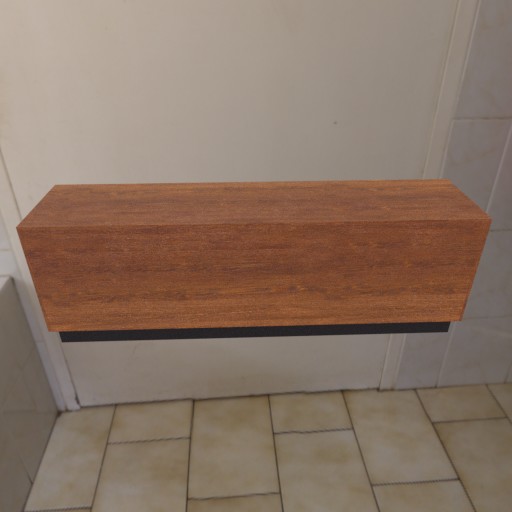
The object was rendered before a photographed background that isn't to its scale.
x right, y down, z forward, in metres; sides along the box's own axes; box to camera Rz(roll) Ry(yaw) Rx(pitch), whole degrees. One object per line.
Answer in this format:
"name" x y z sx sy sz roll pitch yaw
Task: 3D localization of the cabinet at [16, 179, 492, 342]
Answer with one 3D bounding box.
"cabinet" 0.000 0.000 1.798 1.600 0.510 0.419 -1 31 -2
